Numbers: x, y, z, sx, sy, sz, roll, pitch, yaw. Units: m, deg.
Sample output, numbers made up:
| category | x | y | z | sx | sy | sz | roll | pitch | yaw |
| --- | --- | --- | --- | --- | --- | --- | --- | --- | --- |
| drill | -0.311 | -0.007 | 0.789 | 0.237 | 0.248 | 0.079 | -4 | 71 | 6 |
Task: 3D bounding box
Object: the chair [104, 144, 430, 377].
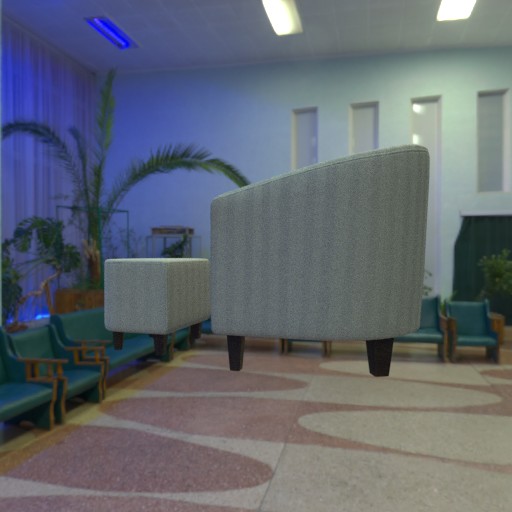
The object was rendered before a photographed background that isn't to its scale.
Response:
| category | x | y | z | sx | sy | sz | roll | pitch | yaw |
| --- | --- | --- | --- | --- | --- | --- | --- | --- | --- |
| chair | 0.000 | 0.000 | 1.764 | 1.288 | 0.757 | 0.756 | 0 | 1 | 17 |
